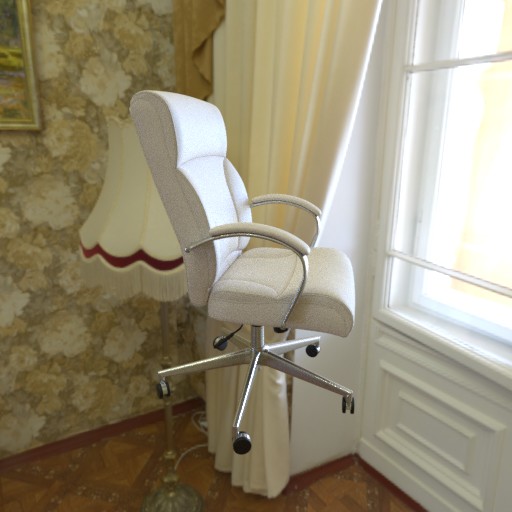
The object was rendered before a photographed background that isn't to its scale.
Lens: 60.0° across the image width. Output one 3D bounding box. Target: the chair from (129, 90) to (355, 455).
[{"bbox_3d":[0.000,0.000,1.582,0.745,1.099,0.727,3,16,11],"label":"chair"}]
